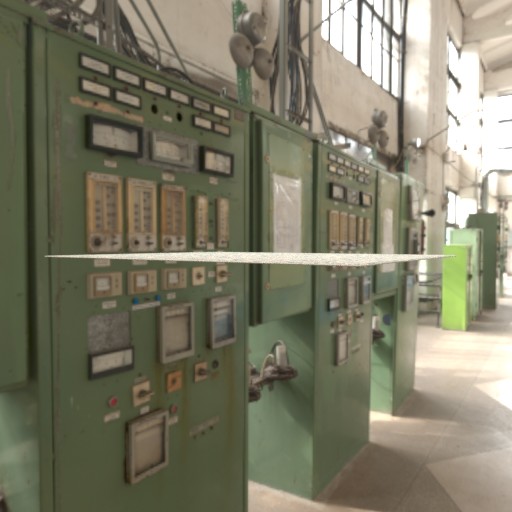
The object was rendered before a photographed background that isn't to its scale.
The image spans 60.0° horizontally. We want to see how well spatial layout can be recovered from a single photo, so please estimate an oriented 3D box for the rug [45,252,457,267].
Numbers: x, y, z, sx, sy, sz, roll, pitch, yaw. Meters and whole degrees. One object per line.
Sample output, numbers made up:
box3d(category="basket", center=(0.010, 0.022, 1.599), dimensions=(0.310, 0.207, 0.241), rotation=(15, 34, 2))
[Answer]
box3d(category="rug", center=(0.000, 0.000, 4.080), dimensions=(2.980, 0.012, 2.363), rotation=(1, 2, 35))
